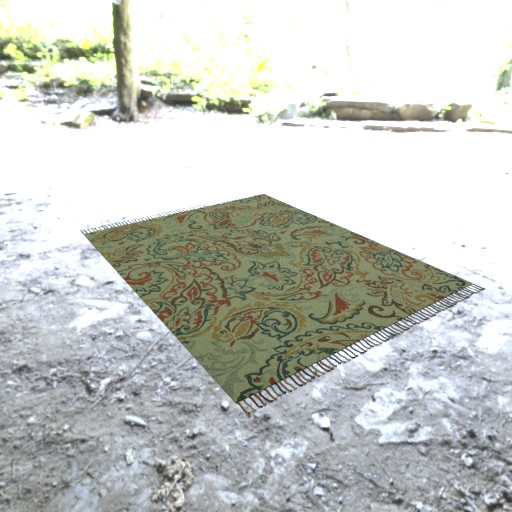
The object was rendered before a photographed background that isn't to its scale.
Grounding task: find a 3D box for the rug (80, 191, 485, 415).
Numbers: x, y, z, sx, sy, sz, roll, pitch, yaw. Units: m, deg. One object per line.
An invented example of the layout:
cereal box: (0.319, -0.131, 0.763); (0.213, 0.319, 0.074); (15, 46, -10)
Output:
rug: (0.000, 0.000, 4.314); (2.439, 0.015, 3.274); (-17, 31, -31)
